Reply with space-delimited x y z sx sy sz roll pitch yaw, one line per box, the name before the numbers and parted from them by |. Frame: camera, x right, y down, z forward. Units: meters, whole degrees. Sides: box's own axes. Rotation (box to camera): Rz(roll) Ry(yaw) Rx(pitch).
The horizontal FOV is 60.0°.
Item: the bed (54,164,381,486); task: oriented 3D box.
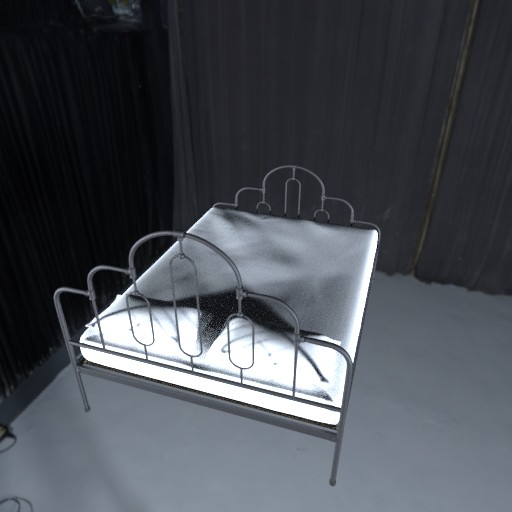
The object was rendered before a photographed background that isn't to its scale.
bed | 0.000 0.000 3.168 1.640 1.429 2.163 9 31 16
